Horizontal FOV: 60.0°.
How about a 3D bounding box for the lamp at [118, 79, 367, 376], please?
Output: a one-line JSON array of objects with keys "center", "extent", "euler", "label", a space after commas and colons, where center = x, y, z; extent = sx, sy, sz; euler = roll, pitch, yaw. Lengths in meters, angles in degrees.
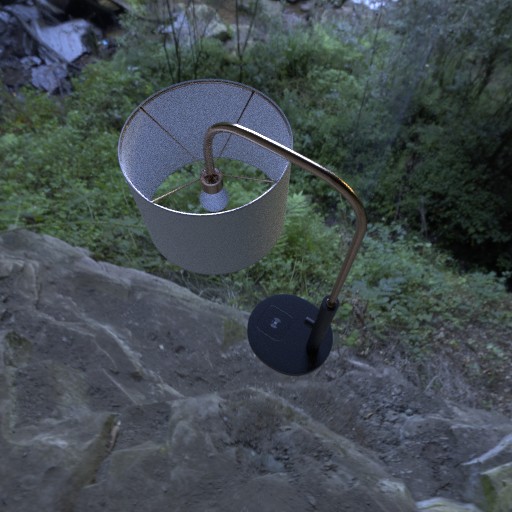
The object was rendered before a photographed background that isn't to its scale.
[{"center": [0.000, 0.000, 0.682], "extent": [0.337, 0.540, 0.199], "euler": [31, 67, 14], "label": "lamp"}]
